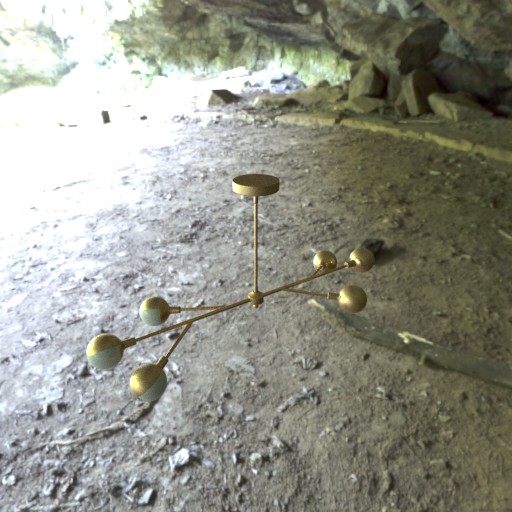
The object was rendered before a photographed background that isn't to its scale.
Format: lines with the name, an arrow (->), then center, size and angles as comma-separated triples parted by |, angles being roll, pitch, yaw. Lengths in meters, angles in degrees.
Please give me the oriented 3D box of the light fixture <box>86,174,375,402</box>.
light fixture -> 0.000, 0.000, 1.030 | 0.778, 0.362, 0.434 | -8, 27, -17
